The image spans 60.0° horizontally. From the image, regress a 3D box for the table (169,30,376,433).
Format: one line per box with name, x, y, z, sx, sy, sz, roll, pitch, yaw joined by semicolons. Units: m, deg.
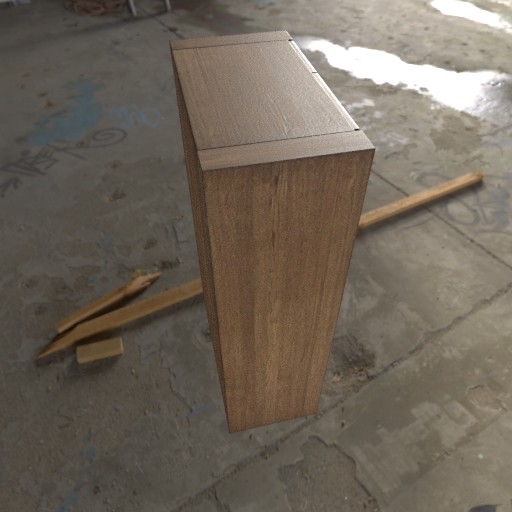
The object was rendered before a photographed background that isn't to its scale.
table;0.000;0.000;2.514;0.600;2.000;1.100;-9;47;-9
